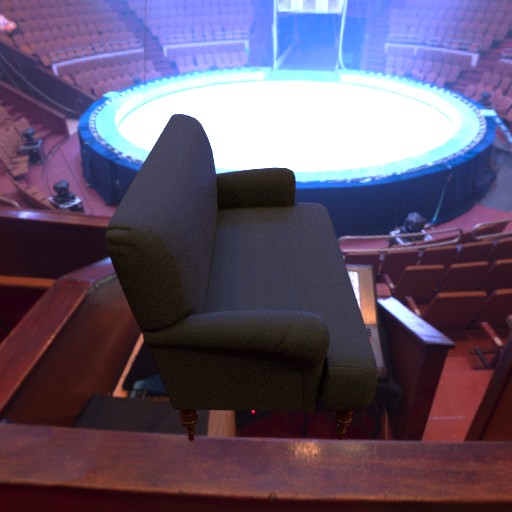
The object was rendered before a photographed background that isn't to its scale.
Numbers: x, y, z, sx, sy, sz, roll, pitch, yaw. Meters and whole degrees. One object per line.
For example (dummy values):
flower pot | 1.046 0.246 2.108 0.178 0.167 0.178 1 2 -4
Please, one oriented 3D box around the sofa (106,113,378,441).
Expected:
sofa | 0.000 0.000 1.828 0.779 0.889 1.297 0 32 0
